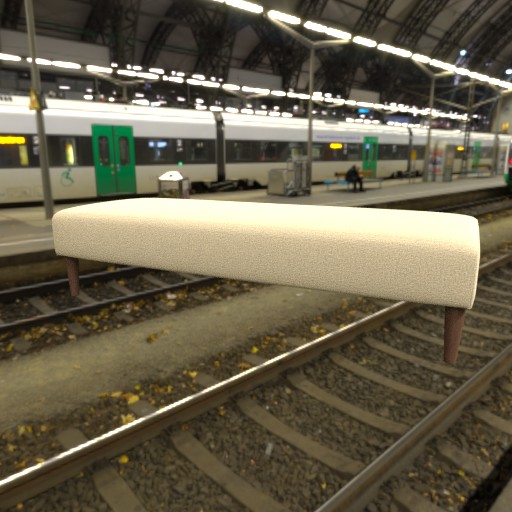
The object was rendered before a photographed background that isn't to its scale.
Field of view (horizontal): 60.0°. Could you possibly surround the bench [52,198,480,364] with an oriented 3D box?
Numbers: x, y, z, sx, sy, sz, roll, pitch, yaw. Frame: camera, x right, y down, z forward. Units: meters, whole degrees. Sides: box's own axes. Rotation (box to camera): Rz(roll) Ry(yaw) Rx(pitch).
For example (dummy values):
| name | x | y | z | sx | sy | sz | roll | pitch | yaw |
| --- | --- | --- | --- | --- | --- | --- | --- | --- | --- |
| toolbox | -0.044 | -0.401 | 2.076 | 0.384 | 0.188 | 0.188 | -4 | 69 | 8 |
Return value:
| name | x | y | z | sx | sy | sz | roll | pitch | yaw |
| --- | --- | --- | --- | --- | --- | --- | --- | --- | --- |
| bench | 0.000 | 0.000 | 1.811 | 1.609 | 0.393 | 0.646 | 6 | 14 | 24 |
